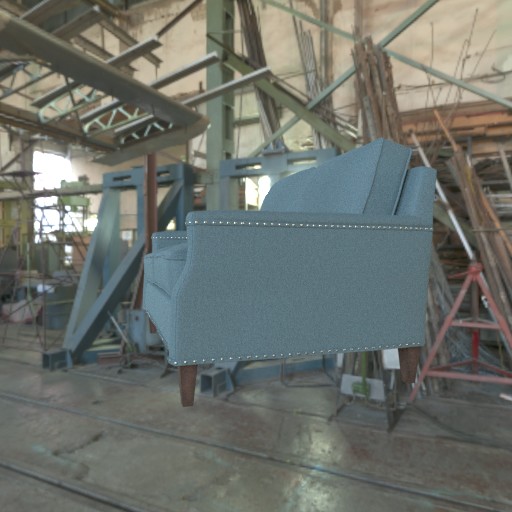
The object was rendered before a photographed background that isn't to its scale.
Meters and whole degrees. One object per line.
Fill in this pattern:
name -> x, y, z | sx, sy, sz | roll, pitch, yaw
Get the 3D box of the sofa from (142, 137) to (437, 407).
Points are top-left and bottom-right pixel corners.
sofa -> 0.000, 0.000, 2.337 | 1.084, 1.003, 1.597 | 0, 0, -18
